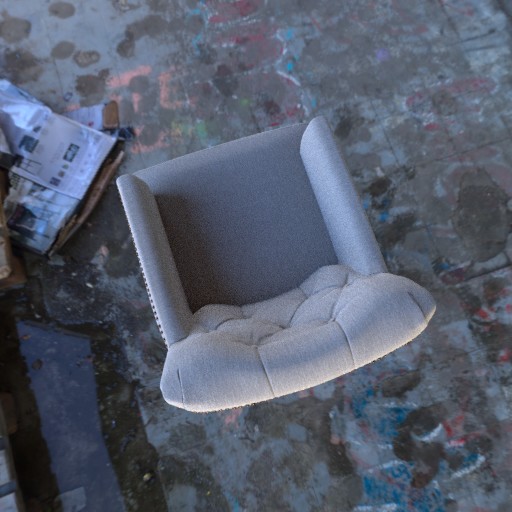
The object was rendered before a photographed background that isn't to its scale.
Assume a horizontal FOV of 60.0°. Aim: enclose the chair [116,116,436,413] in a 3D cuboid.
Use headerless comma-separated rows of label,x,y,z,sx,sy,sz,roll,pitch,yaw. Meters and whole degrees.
chair,0.000,0.000,1.540,0.737,0.823,0.902,-18,75,-5
